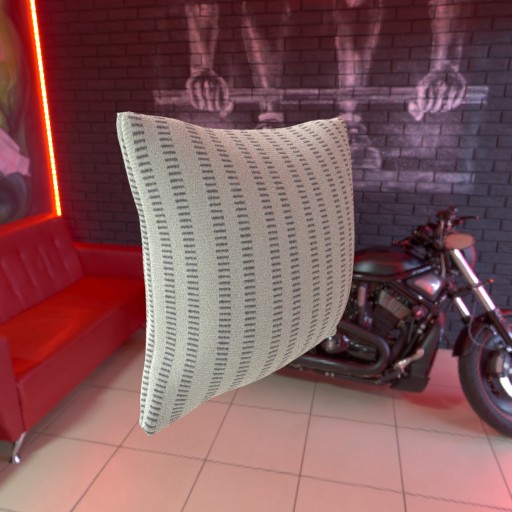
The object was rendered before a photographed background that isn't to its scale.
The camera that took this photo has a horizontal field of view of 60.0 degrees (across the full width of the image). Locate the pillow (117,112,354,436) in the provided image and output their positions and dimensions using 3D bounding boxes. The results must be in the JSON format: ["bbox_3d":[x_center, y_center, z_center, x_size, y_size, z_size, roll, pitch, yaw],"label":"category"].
[{"bbox_3d":[0.000,0.000,0.690,0.247,0.419,0.438,16,22,43],"label":"pillow"}]
